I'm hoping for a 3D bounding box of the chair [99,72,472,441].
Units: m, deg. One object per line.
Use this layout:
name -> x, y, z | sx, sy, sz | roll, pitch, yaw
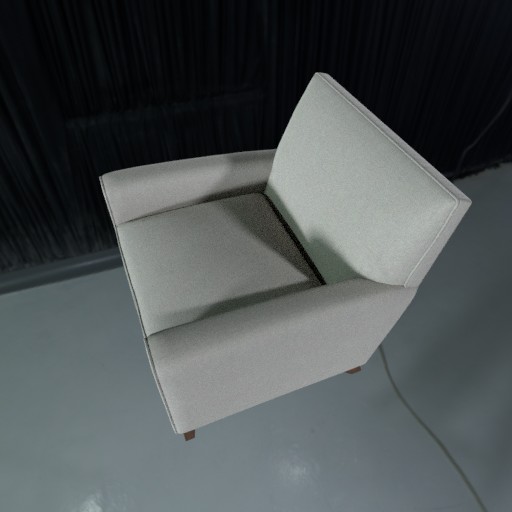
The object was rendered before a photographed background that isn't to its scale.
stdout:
chair -> 0.000, 0.000, 1.540 | 0.871, 0.846, 0.840 | -17, 49, -15
